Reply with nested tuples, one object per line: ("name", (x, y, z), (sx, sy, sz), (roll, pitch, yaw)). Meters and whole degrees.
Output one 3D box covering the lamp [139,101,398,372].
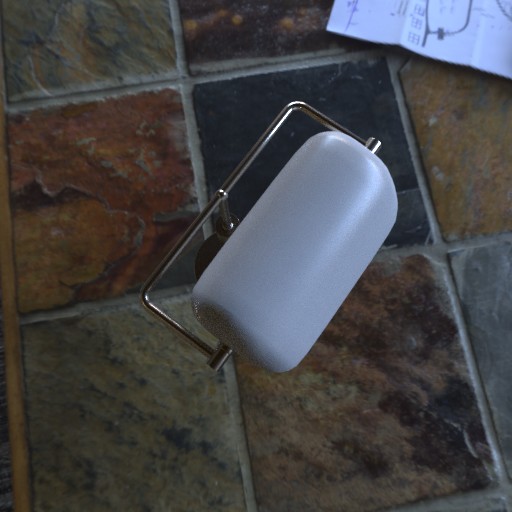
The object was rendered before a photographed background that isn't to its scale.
("lamp", (0.000, 0.000, 0.572), (0.227, 0.404, 0.269), (35, 79, 8))
